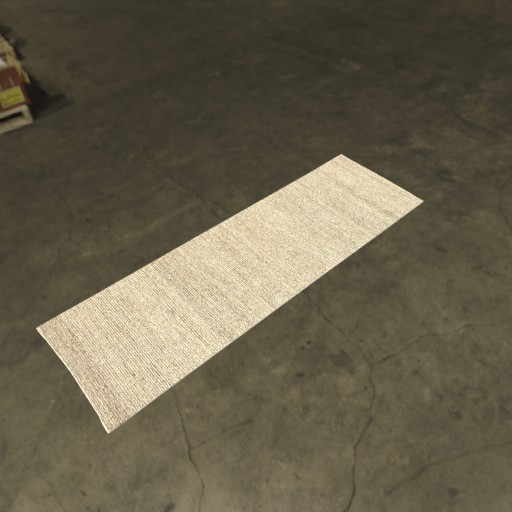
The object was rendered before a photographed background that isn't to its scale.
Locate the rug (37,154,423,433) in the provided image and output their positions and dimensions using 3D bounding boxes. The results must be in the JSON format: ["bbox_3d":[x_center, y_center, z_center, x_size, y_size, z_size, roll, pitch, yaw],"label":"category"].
[{"bbox_3d":[0.000,0.000,2.650,2.390,0.014,0.741,-33,55,-27],"label":"rug"}]
